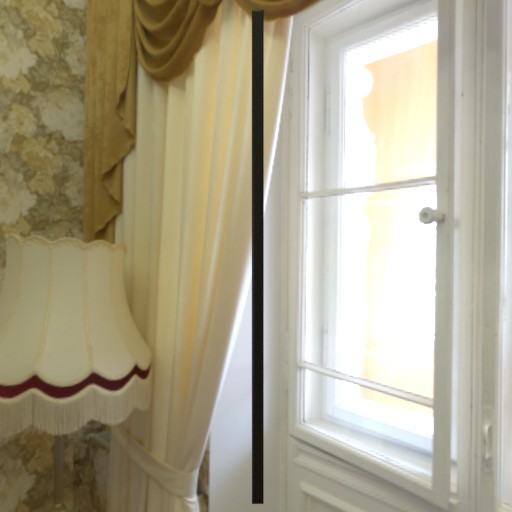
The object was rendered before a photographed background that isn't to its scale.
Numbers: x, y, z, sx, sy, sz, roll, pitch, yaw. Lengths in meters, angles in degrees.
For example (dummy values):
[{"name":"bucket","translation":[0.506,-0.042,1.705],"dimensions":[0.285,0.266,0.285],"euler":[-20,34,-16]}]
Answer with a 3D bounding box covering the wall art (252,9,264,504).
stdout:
[{"name":"wall art","translation":[0.000,0.000,0.829],"dimensions":[0.016,0.657,0.480],"euler":[0,1,-1]}]
